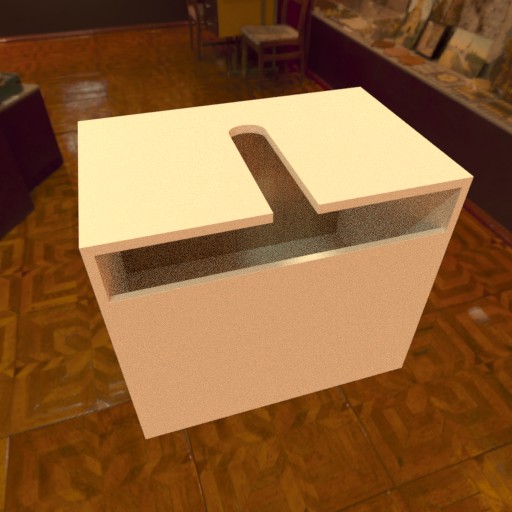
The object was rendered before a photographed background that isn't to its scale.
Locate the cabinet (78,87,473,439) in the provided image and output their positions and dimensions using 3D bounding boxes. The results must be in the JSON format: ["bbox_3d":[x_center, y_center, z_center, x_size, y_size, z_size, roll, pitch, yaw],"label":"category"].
[{"bbox_3d":[0.000,0.000,0.953,0.600,0.522,0.400,-11,43,-13],"label":"cabinet"}]
